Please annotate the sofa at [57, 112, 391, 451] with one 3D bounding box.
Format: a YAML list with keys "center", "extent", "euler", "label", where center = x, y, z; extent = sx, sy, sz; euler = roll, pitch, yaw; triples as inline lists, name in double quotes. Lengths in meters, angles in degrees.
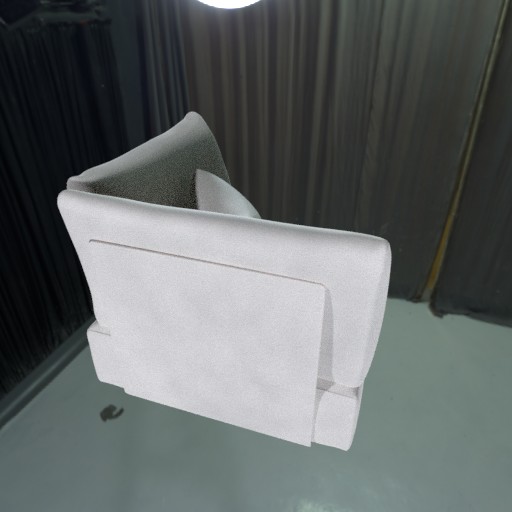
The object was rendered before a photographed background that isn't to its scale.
- center: [0.000, 0.000, 1.734]
  extent: [1.000, 0.820, 1.000]
  euler: [10, 33, 16]
  label: "sofa"
